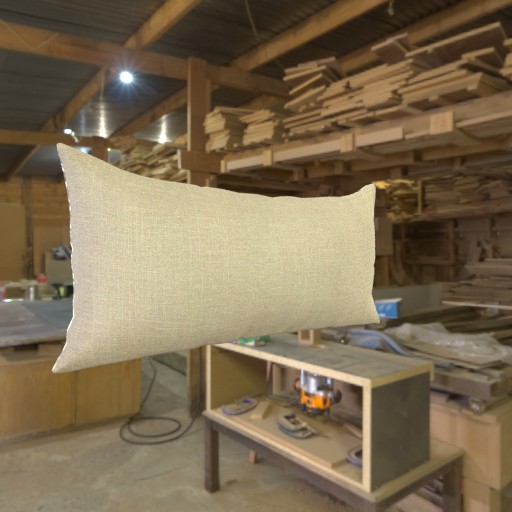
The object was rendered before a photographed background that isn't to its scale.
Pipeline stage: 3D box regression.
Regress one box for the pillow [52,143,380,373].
[{"bbox_3d":[0.000,0.000,0.737,0.631,0.290,0.148,-1,1,-36],"label":"pillow"}]
